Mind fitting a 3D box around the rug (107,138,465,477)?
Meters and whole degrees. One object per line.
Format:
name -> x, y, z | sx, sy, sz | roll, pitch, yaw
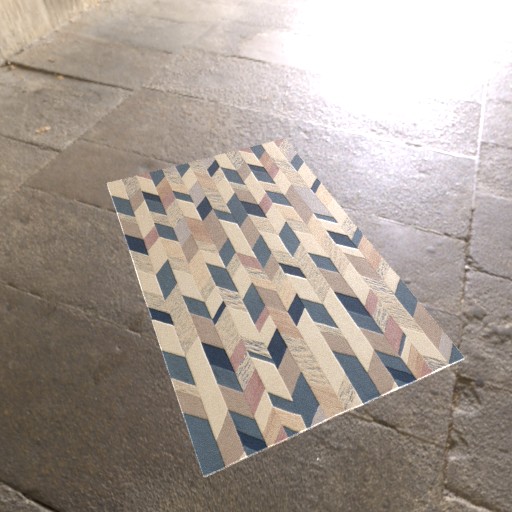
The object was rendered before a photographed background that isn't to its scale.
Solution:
rug -> 0.000, 0.000, 2.302 | 1.202, 0.006, 1.813 | -18, 51, -15
